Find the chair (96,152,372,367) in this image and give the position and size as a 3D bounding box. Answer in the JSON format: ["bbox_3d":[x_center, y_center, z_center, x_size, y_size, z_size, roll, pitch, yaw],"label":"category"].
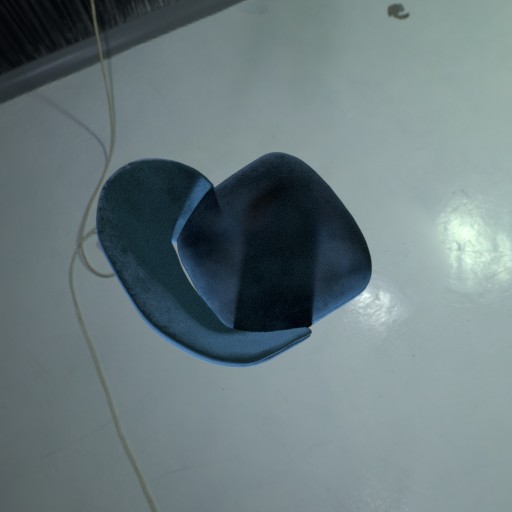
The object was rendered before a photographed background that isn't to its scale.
[{"bbox_3d":[0.000,0.000,1.228,0.577,0.860,0.527,-32,78,-8],"label":"chair"}]
